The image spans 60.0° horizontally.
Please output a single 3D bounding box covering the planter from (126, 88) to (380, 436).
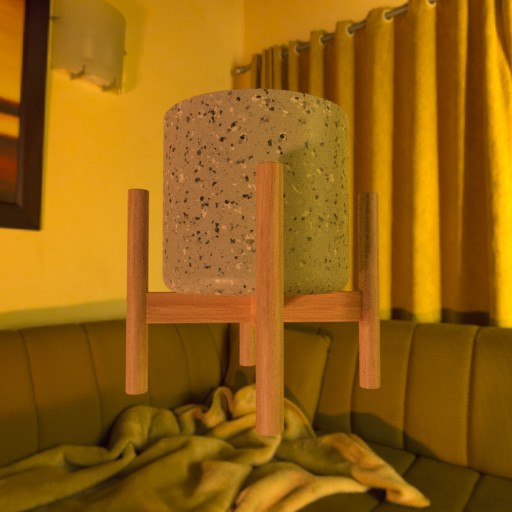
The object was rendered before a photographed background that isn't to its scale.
[{"bbox_3d":[0.000,0.000,0.538,0.284,0.320,0.284,-1,-2,18],"label":"planter"}]
